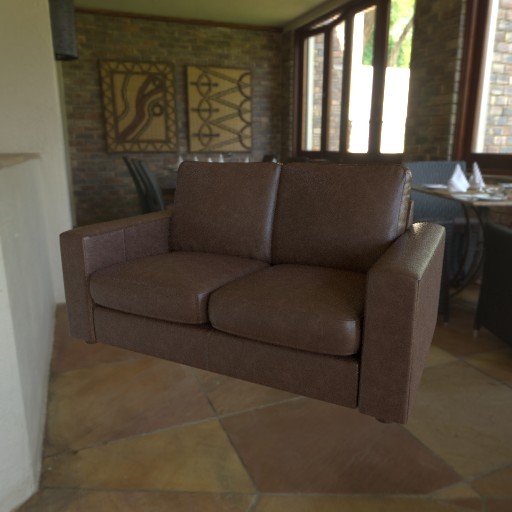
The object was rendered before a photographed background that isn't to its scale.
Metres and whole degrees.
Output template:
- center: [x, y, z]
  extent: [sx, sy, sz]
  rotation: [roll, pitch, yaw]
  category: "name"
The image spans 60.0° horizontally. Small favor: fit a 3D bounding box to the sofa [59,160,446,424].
- center: [0.000, 0.000, 2.150]
  extent: [1.616, 0.873, 1.016]
  rotation: [7, 15, 26]
  category: "sofa"
